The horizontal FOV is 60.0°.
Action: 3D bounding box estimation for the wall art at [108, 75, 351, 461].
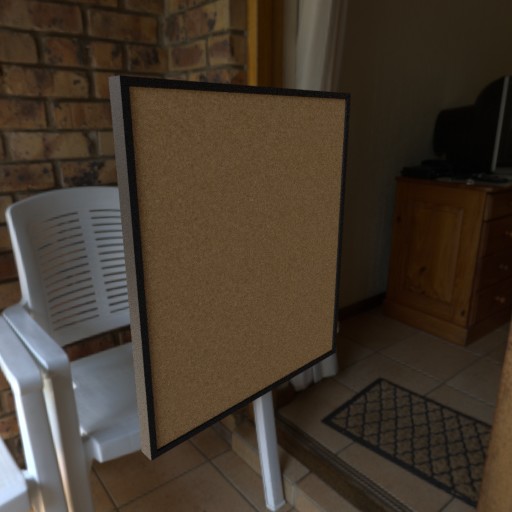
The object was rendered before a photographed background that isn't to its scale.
[{"bbox_3d":[0.000,0.000,0.533,0.330,0.381,0.019,-16,23,-42],"label":"wall art"}]
